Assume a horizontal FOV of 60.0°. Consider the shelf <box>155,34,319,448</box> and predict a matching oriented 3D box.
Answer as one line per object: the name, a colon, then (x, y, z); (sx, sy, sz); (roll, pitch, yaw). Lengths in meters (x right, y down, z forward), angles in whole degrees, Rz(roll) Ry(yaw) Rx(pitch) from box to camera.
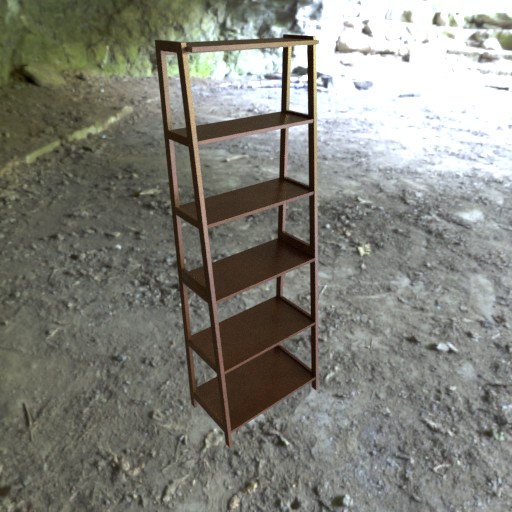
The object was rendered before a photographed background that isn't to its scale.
shelf: (0.000, 0.000, 2.147); (0.660, 1.892, 0.382); (-21, 36, -33)
